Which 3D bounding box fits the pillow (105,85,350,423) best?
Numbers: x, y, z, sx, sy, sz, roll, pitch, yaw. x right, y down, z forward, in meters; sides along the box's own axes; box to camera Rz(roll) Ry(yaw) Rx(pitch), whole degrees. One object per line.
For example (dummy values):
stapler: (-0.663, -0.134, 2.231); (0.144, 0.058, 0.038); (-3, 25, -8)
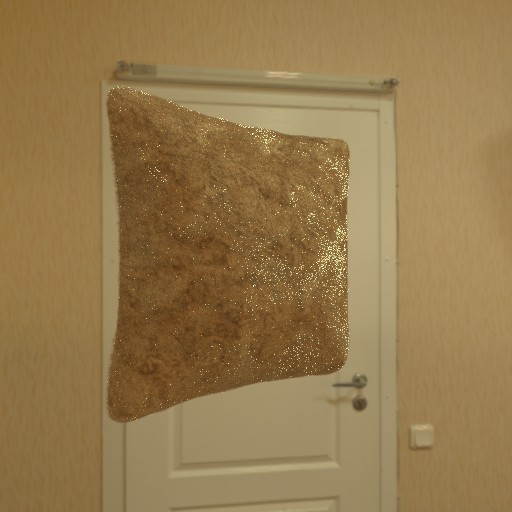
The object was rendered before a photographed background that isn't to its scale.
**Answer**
pillow: (0.000, 0.000, 0.813); (0.538, 0.525, 0.216); (0, 0, -36)
